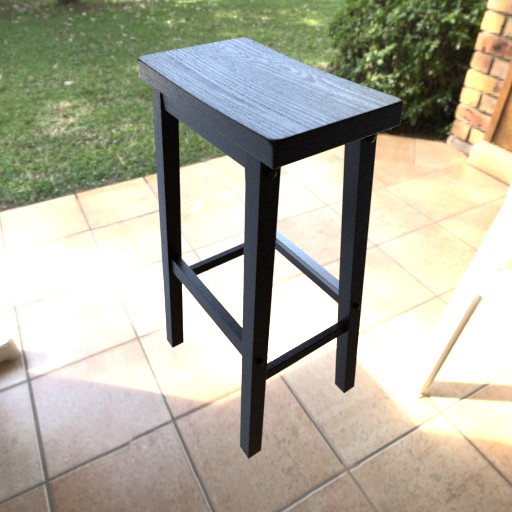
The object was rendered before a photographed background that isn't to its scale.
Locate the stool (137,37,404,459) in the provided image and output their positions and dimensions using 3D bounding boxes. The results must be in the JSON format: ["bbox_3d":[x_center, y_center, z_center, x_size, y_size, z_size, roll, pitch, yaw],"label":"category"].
[{"bbox_3d":[0.000,0.000,0.937,0.322,0.742,0.406,-24,46,-26],"label":"stool"}]
